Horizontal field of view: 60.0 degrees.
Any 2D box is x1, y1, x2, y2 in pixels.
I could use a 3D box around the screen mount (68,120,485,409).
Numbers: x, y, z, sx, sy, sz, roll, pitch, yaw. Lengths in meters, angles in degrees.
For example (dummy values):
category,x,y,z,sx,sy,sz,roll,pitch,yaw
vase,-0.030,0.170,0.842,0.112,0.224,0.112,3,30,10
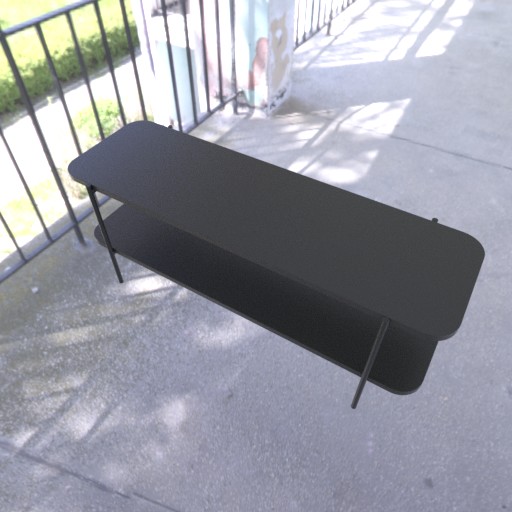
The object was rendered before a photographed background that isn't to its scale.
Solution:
category,x,y,z,sx,sy,sz,roll,pitch,yaw
screen mount,0.000,0.000,1.420,1.200,0.447,0.400,24,52,21
